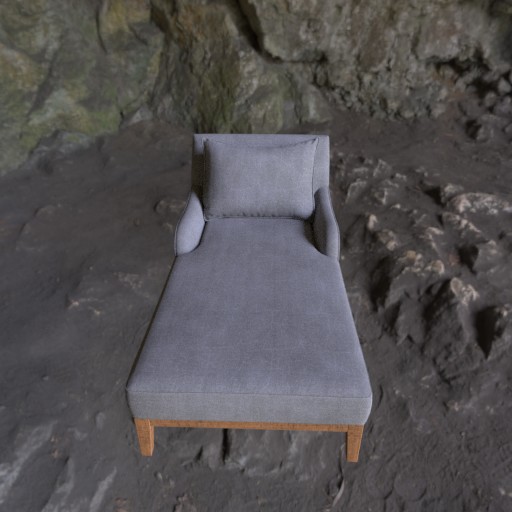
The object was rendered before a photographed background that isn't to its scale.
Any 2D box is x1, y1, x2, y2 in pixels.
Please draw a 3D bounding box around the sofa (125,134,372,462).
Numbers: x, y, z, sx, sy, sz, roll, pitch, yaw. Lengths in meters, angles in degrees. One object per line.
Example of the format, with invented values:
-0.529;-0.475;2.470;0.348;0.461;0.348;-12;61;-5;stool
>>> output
0.000;0.000;2.285;0.894;0.859;1.779;1;30;2;sofa
